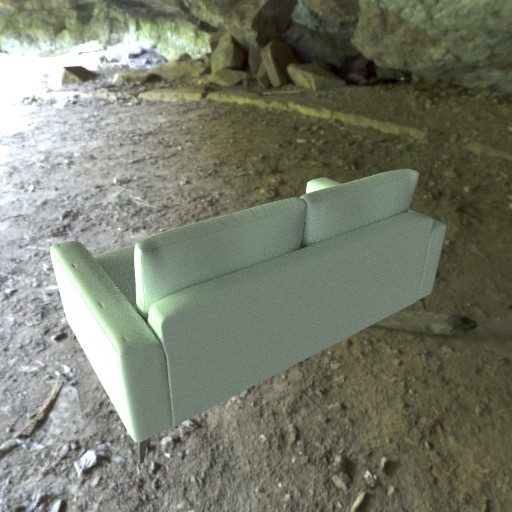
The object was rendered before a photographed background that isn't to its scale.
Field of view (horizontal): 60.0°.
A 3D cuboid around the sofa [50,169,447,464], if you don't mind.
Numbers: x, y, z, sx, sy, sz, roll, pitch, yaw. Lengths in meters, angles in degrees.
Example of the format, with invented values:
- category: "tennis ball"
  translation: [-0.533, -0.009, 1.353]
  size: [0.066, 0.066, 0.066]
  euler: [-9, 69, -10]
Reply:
- category: "sofa"
  translation: [0.000, 0.000, 2.116]
  size: [1.650, 0.790, 0.920]
  euler: [-19, 34, -30]
